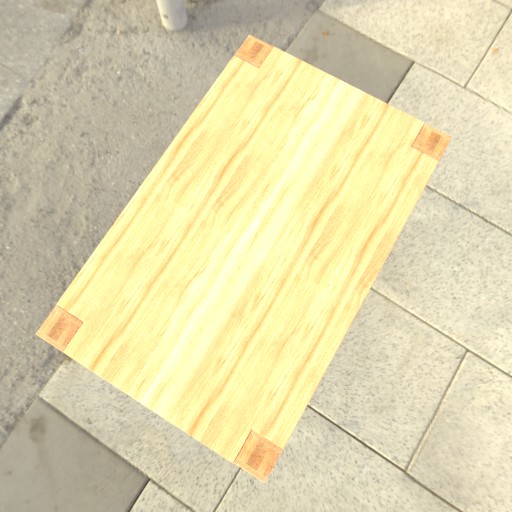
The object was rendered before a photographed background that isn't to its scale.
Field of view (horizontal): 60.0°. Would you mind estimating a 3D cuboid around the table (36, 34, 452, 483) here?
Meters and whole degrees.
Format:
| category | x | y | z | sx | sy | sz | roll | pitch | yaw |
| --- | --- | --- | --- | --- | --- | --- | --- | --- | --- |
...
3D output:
| category | x | y | z | sx | sy | sz | roll | pitch | yaw |
| --- | --- | --- | --- | --- | --- | --- | --- | --- | --- |
| table | 0.000 | 0.000 | 1.956 | 0.900 | 0.760 | 1.400 | 30 | 78 | 7 |
